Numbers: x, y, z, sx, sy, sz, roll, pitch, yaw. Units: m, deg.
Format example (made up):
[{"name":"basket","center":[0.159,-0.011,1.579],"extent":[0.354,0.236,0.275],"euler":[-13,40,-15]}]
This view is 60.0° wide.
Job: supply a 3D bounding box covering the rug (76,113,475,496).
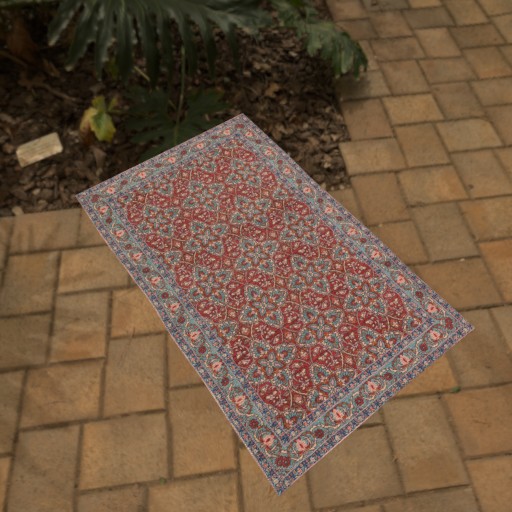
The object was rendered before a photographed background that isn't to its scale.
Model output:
[{"name":"rug","center":[0.000,0.000,2.994],"extent":[1.533,0.011,2.439],"euler":[-32,63,-19]}]
